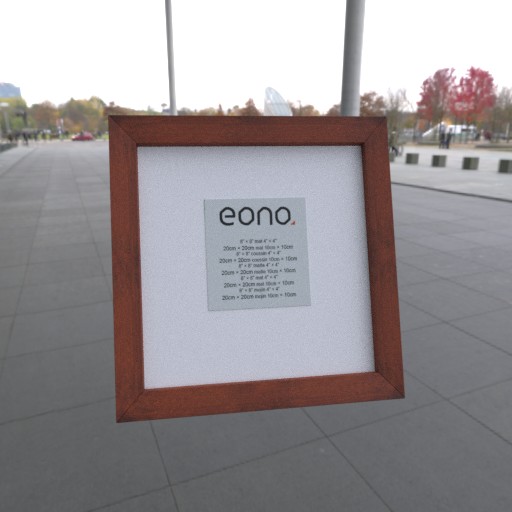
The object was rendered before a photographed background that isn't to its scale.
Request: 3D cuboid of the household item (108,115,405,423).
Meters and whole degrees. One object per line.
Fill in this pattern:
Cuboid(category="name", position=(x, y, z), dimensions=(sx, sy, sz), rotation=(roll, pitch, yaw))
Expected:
Cuboid(category="household item", position=(0.000, 0.000, 0.396), dimensions=(0.240, 0.240, 0.131), rotation=(-2, 16, -8))
